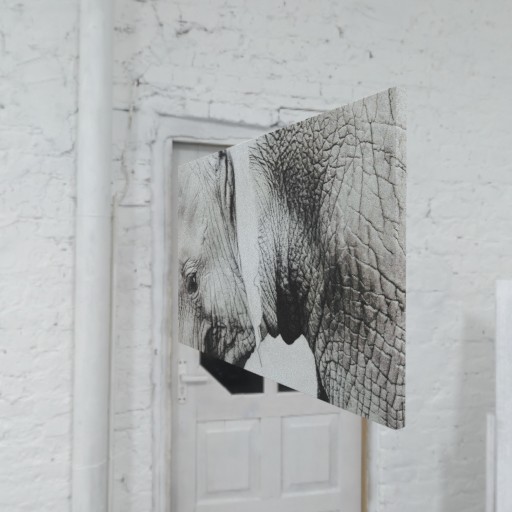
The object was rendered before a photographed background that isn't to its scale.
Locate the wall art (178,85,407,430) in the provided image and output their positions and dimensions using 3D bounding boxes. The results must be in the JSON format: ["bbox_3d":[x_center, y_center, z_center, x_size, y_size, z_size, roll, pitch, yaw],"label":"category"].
[{"bbox_3d":[0.000,0.000,1.454,0.035,0.758,1.141,0,1,-34],"label":"wall art"}]
